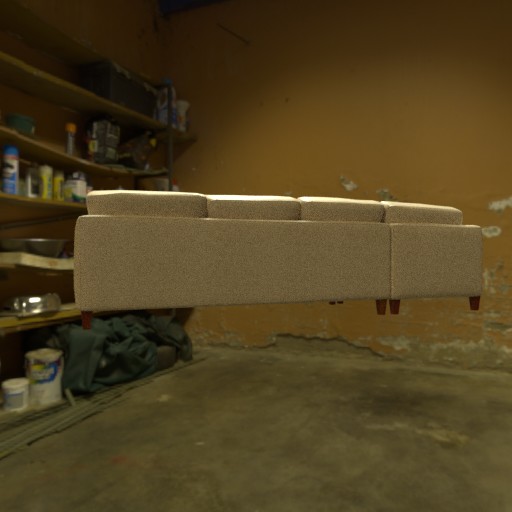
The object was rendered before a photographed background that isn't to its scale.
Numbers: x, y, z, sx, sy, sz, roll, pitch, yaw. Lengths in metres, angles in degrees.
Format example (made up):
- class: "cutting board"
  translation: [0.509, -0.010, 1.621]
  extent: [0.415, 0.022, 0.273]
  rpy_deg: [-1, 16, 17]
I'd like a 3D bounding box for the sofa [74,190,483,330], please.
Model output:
- class: "sofa"
  translation: [0.000, 0.000, 4.491]
  extent: [3.302, 0.947, 2.593]
  rpy_deg: [0, 0, -19]
